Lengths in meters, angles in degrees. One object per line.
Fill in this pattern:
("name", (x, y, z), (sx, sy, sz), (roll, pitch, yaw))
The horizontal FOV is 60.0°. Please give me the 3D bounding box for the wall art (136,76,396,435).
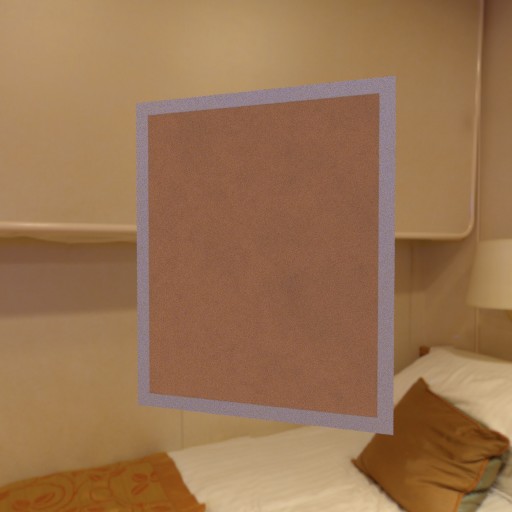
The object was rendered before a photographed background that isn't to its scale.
("wall art", (0.000, 0.000, 1.109), (0.661, 0.811, 0.026), (0, 1, 17))
